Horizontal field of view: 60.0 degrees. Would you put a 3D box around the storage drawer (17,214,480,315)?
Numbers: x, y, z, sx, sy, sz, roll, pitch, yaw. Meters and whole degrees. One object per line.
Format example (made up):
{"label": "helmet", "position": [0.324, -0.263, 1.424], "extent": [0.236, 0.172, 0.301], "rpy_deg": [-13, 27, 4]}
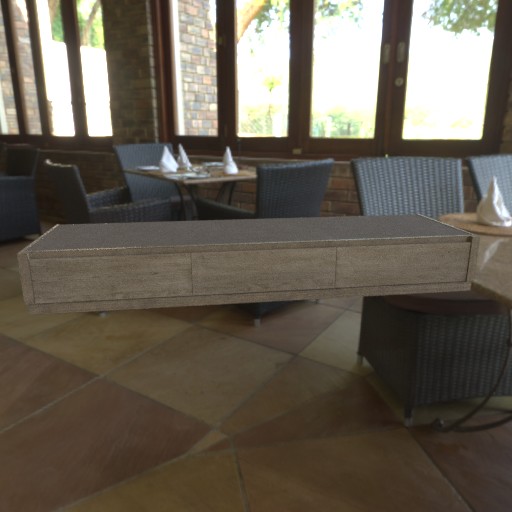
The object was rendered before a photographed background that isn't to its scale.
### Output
{"label": "storage drawer", "position": [0.000, 0.000, 2.282], "extent": [2.072, 0.274, 0.591], "rpy_deg": [-2, 16, -8]}
